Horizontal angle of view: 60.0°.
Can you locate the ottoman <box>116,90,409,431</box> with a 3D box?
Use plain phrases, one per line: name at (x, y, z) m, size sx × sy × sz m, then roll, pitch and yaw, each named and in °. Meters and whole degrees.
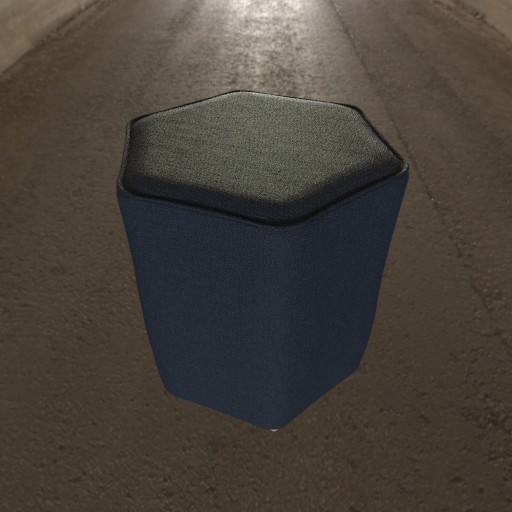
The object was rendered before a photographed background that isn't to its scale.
ottoman at (0.000, 0.000, 0.877) m, size 0.492 × 0.505 × 0.454 m, roll -24°, pitch 45°, yaw -26°
